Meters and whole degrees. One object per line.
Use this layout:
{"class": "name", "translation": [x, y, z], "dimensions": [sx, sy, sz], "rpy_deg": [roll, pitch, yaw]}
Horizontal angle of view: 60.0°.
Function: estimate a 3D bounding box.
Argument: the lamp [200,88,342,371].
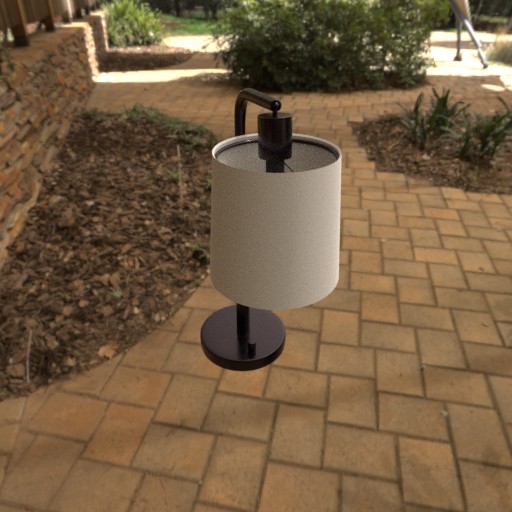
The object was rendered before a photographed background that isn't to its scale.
{"class": "lamp", "translation": [0.000, 0.000, 0.673], "dimensions": [0.171, 0.489, 0.333], "rpy_deg": [-9, 33, -15]}
